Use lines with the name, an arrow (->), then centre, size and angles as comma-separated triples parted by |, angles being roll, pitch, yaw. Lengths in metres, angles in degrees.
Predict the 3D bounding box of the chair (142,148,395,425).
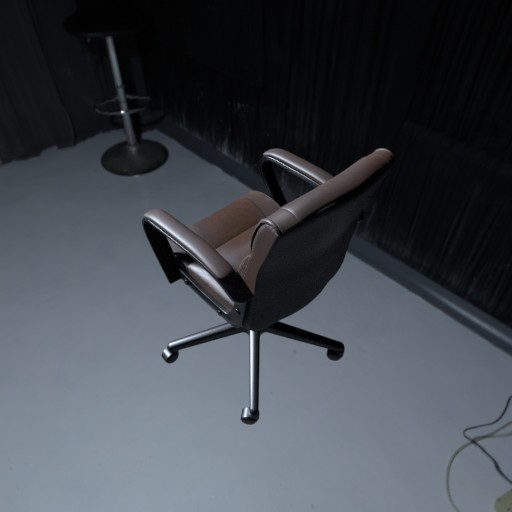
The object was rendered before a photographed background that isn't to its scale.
chair -> 0.000, 0.000, 1.569 | 0.739, 1.004, 0.717 | -33, 54, -28
